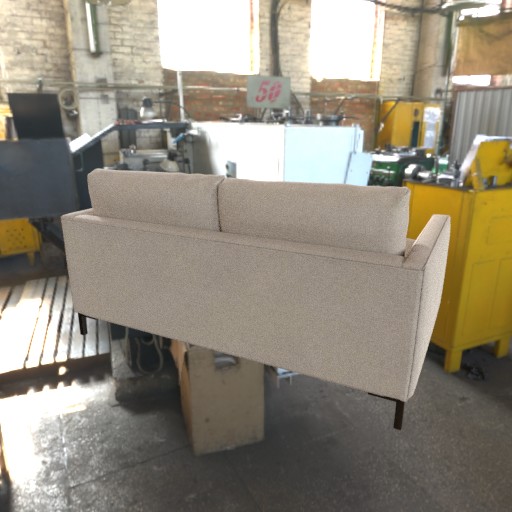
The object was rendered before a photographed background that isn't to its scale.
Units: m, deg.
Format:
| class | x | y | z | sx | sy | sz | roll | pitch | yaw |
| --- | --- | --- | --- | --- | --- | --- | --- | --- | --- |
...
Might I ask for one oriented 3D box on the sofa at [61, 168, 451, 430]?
| class | x | y | z | sx | sy | sz | roll | pitch | yaw |
| --- | --- | --- | --- | --- | --- | --- | --- | --- | --- |
| sofa | 0.000 | 0.000 | 2.167 | 1.682 | 0.840 | 0.875 | 9 | 19 | 26 |
